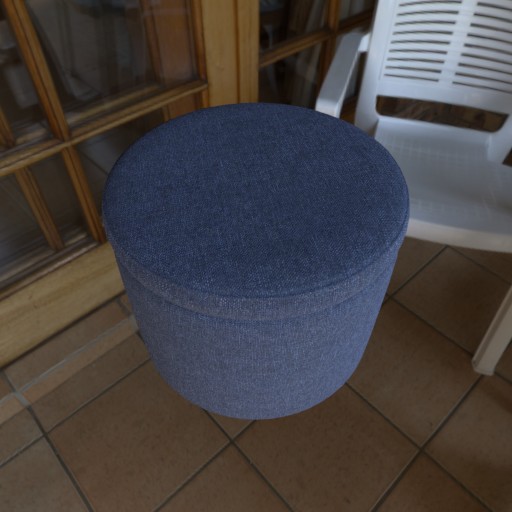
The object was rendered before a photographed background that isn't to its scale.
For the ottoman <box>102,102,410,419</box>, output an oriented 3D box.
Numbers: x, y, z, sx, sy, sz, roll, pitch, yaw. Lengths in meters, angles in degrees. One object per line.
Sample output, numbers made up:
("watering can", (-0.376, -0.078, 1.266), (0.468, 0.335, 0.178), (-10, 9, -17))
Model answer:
("ottoman", (0.000, 0.000, 0.895), (0.520, 0.430, 0.520), (0, 48, 0))
